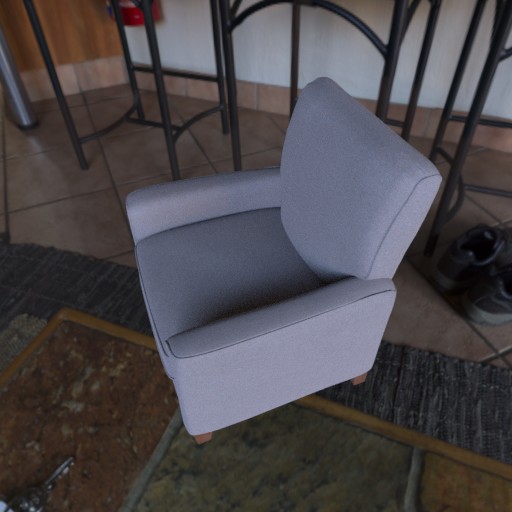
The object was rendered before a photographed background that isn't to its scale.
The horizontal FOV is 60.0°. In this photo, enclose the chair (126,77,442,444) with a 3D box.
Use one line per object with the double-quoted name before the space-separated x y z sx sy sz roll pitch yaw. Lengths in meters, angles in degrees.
"chair" 0.000 0.000 1.648 0.859 1.023 0.845 -15 47 -15
